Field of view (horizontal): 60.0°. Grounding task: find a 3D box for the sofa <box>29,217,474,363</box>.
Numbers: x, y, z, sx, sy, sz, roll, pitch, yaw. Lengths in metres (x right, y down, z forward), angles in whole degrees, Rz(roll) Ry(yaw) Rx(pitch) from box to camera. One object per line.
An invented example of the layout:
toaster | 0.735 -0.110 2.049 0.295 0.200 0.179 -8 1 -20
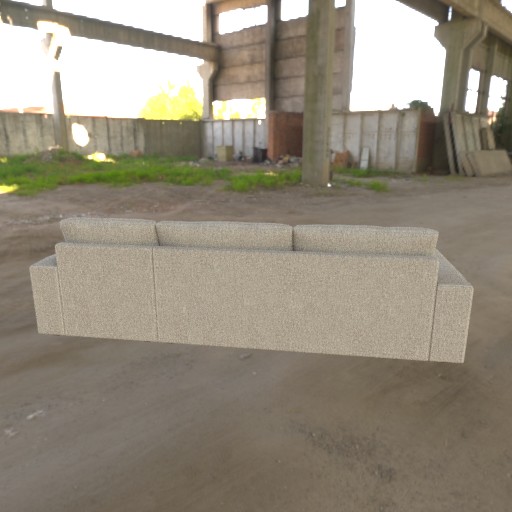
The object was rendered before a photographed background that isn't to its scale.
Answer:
sofa | 0.000 0.000 3.494 2.718 0.813 1.689 2 15 8
